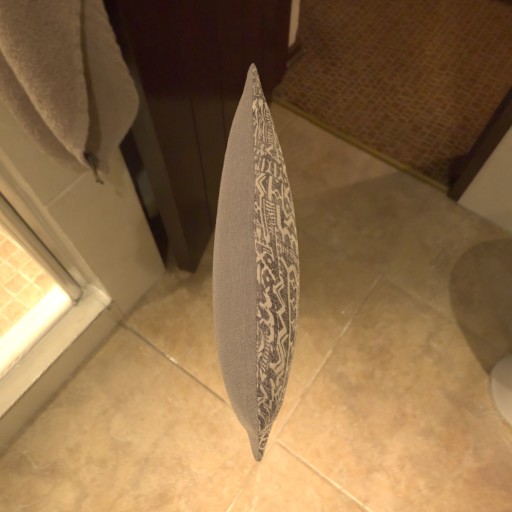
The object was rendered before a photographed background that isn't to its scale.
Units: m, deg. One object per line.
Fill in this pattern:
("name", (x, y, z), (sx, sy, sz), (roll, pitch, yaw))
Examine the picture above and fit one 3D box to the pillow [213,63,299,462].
("pillow", (0.000, 0.000, 0.764), (0.148, 0.290, 0.631), (-1, 62, 0))
